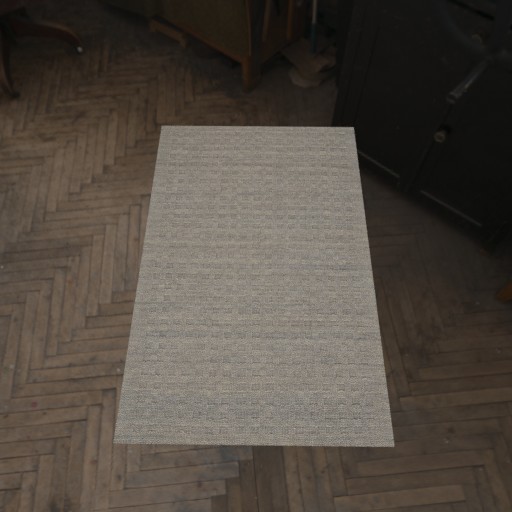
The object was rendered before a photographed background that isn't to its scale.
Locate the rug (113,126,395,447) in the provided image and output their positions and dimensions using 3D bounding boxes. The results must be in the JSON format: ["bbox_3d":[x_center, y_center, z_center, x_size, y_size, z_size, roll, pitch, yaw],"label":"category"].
[{"bbox_3d":[0.000,0.000,2.219,1.142,0.006,1.752,1,61,0],"label":"rug"}]
